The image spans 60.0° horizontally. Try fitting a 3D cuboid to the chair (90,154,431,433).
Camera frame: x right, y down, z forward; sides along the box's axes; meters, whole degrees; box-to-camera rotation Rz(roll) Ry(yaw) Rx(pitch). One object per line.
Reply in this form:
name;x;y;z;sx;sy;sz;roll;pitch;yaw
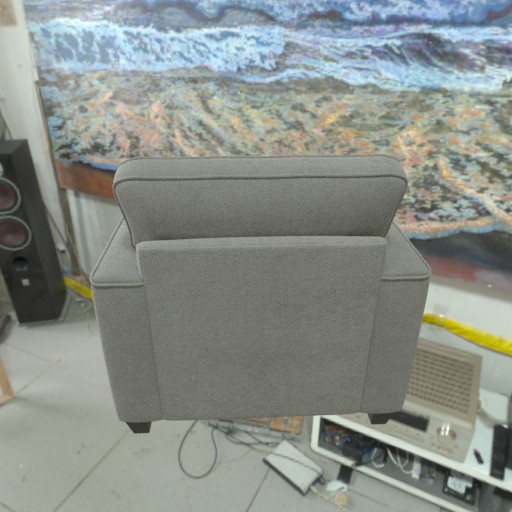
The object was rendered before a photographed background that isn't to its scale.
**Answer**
chair;0.000;0.000;1.744;1.015;0.965;0.939;-1;28;-2
